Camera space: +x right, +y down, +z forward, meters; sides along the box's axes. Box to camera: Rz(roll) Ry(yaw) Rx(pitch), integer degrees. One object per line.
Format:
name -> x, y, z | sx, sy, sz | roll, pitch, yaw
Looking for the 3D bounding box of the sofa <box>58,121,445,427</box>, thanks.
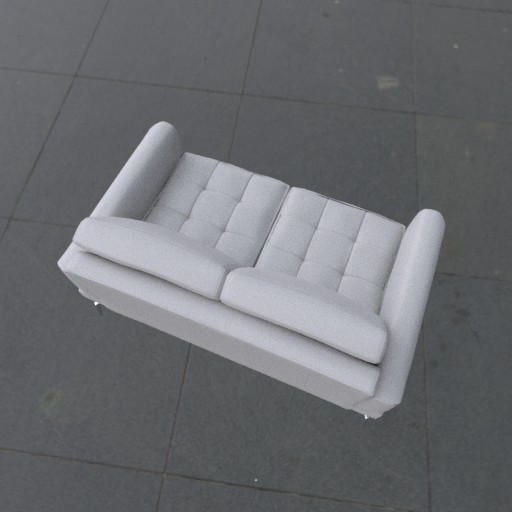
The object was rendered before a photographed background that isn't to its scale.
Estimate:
sofa -> 0.000, 0.000, 2.444 | 1.819, 0.930, 1.121 | 20, 65, 10
